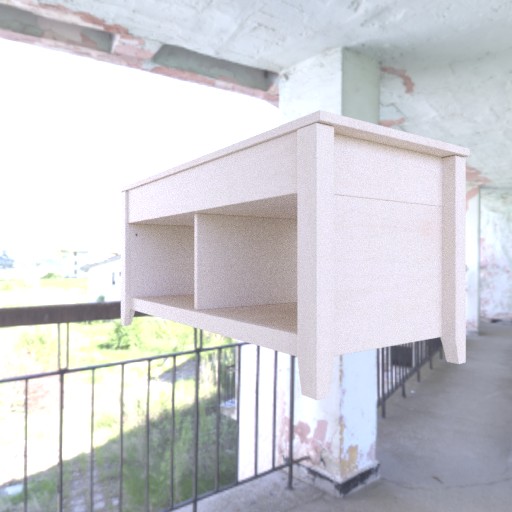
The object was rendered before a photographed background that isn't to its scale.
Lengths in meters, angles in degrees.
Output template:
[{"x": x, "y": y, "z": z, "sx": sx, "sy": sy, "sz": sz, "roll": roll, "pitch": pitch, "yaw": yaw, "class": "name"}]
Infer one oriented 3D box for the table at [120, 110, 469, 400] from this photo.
[{"x": 0.000, "y": 0.000, "z": 1.279, "sx": 0.457, "sy": 0.483, "sz": 1.016, "roll": 0, "pitch": 0, "yaw": -35, "class": "table"}]
